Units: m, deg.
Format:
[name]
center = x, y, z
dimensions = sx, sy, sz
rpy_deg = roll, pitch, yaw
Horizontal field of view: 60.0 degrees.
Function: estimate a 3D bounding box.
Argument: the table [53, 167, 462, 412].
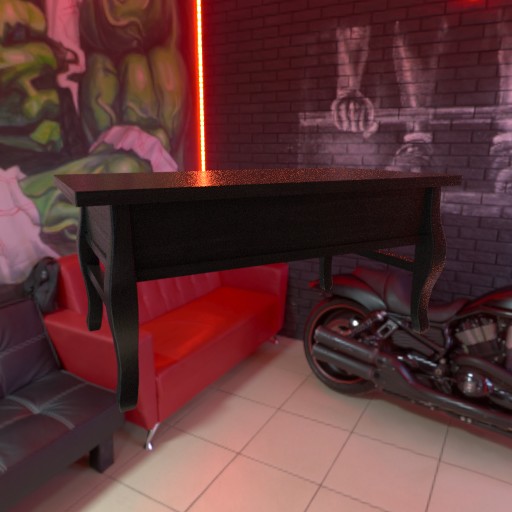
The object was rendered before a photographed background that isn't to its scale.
[table]
center = 0.000, 0.000, 1.371
dimensions = 1.062, 0.494, 0.600
rpy_deg = -7, 15, -27
